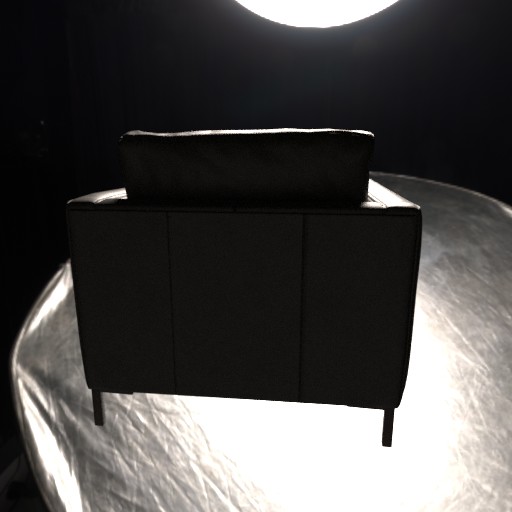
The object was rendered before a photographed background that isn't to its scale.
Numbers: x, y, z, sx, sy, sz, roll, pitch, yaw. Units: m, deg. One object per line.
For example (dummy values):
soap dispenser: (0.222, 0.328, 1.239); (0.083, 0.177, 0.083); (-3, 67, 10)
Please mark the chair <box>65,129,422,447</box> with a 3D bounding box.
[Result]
chair: (0.000, 0.000, 1.463); (0.967, 0.824, 0.861); (2, 14, 6)
